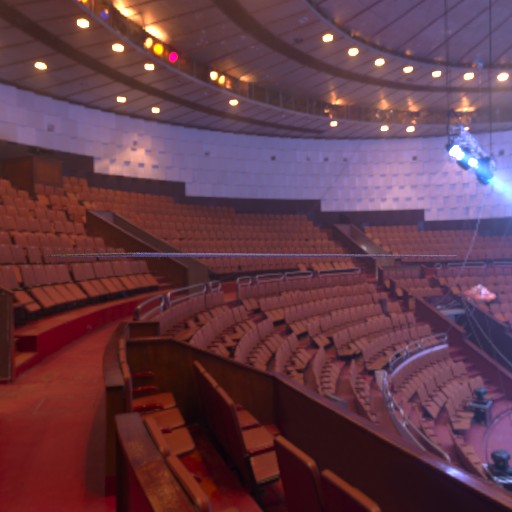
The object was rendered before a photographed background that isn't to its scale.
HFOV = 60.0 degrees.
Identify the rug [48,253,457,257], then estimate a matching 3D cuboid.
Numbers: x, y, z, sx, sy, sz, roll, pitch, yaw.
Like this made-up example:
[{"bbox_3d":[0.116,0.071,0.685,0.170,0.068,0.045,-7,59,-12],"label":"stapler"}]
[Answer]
[{"bbox_3d":[0.000,0.000,2.942,2.284,0.008,1.522,0,0,-36],"label":"rug"}]
